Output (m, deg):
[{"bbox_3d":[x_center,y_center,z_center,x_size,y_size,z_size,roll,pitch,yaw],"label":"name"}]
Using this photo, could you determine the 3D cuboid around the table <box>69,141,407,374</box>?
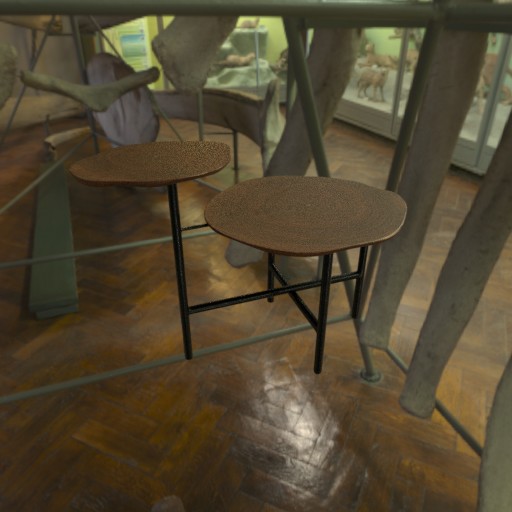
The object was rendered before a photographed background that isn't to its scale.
[{"bbox_3d":[0.000,0.000,1.092,0.759,0.538,0.442,-10,31,-17],"label":"table"}]
